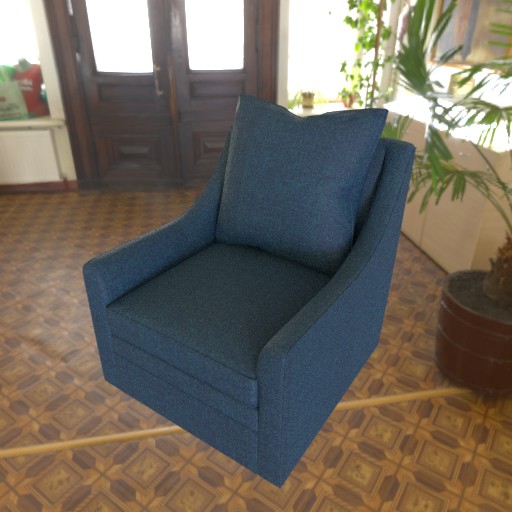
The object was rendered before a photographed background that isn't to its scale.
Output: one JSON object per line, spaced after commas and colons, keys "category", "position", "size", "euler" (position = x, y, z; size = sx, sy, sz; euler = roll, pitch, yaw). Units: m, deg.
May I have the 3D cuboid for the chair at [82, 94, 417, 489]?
{"category": "chair", "position": [0.000, 0.000, 1.529], "size": [0.750, 0.939, 0.870], "euler": [18, 33, 30]}
